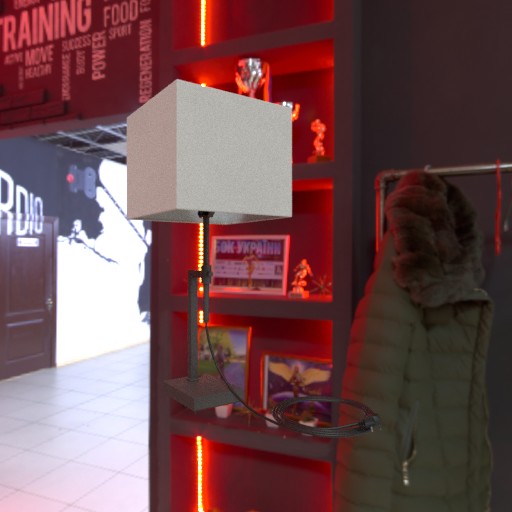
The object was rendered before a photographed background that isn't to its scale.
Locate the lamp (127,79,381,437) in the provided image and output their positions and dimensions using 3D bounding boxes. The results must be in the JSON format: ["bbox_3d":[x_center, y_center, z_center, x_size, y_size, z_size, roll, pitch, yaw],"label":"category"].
[{"bbox_3d":[0.000,0.000,0.962,0.399,0.660,0.504,0,0,-35],"label":"lamp"}]
